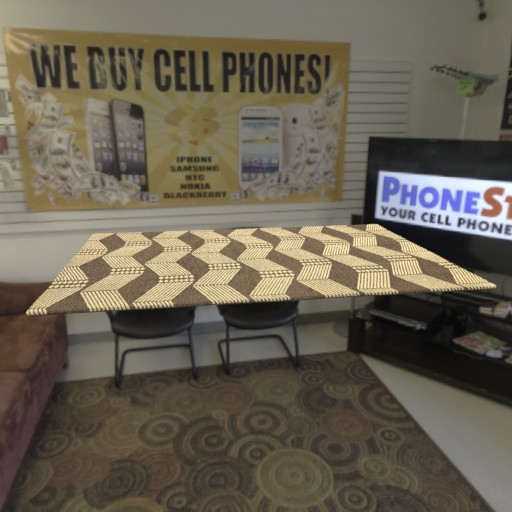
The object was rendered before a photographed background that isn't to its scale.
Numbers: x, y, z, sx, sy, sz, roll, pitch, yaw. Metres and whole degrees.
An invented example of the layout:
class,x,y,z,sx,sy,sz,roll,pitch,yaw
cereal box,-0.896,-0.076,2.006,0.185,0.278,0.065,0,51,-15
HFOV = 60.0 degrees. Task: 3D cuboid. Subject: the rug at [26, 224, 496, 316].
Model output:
class,x,y,z,sx,sy,sz,roll,pitch,yaw
rug,0.000,0.000,2.266,1.833,0.016,1.210,-2,17,-8
